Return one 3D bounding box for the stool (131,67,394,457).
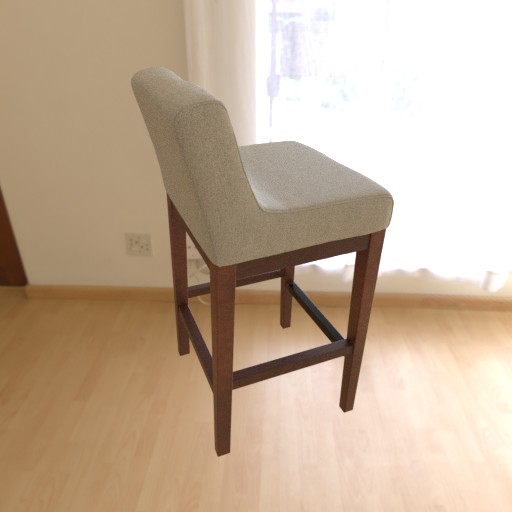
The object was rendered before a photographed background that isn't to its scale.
[{"bbox_3d":[0.000,0.000,1.221,0.500,0.937,0.511,-11,31,-19],"label":"stool"}]
